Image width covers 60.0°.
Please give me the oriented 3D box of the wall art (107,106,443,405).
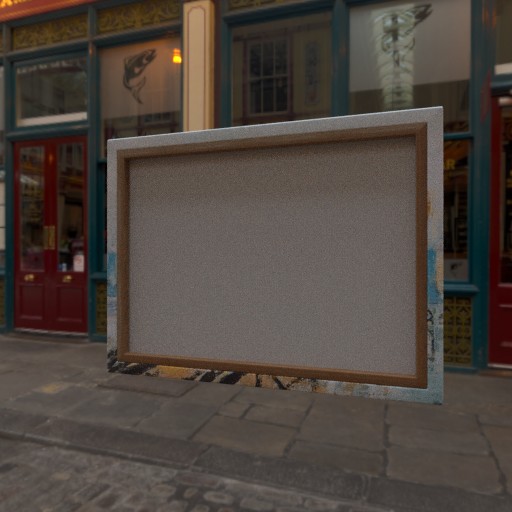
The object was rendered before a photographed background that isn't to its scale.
[{"bbox_3d":[0.000,0.000,1.305,1.016,0.762,0.038,0,0,19],"label":"wall art"}]
